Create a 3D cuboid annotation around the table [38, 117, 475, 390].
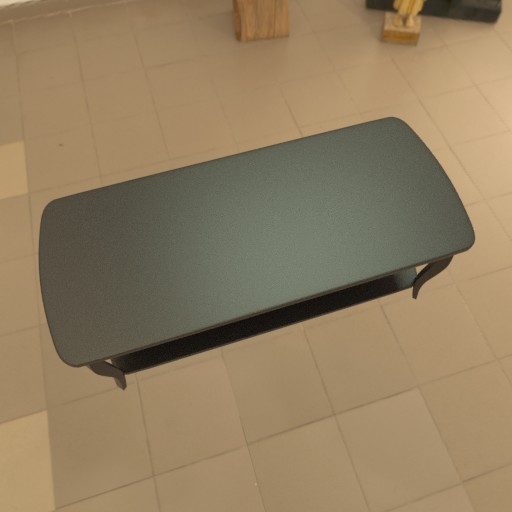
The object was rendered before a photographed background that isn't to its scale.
[{"bbox_3d":[0.000,0.000,1.595,1.333,0.457,0.571,-16,64,-8],"label":"table"}]
